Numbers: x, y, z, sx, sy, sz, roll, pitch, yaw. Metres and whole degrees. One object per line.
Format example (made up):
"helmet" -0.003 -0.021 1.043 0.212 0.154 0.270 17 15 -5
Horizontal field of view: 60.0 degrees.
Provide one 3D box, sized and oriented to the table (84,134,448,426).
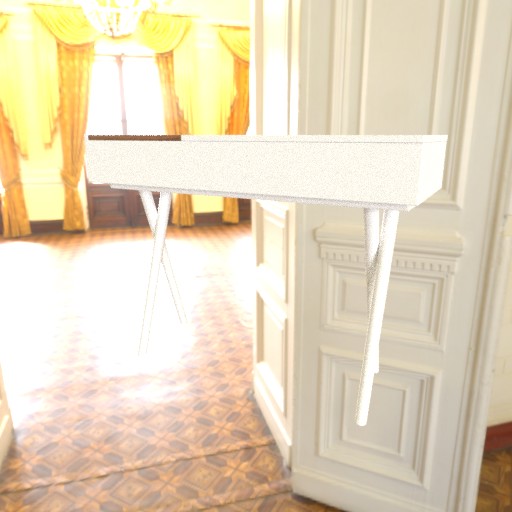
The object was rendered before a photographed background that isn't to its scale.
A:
"table" 0.000 0.000 1.485 1.066 0.785 0.418 8 17 28
